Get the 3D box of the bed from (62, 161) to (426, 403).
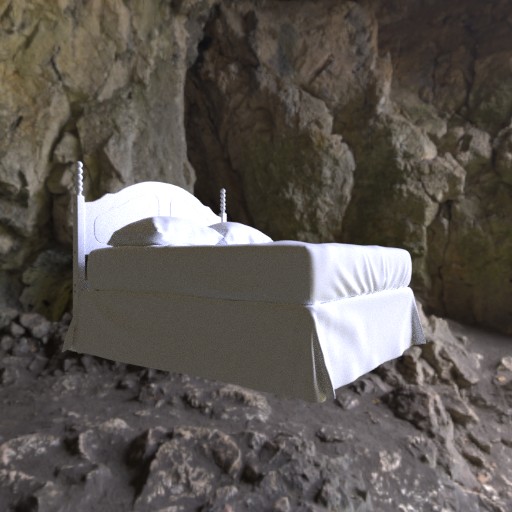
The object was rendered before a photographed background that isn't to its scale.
[{"bbox_3d":[0.000,0.000,3.250,2.040,1.356,1.873,0,0,36],"label":"bed"}]
